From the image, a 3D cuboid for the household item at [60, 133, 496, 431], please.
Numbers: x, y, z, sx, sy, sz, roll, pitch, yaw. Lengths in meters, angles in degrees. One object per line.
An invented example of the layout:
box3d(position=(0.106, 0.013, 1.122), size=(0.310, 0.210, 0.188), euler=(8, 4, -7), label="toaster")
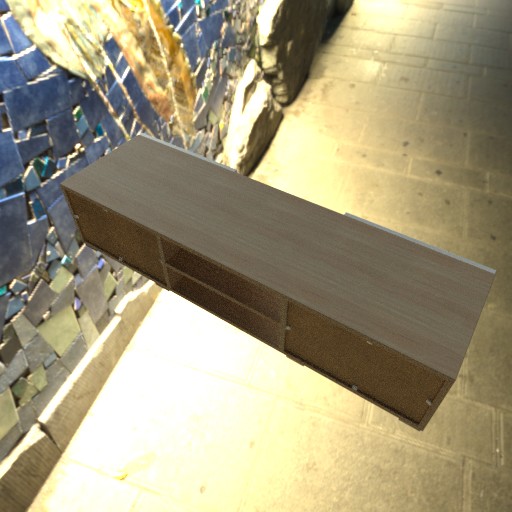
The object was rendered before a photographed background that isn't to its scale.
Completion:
box3d(position=(0.000, 0.000, 1.544), size=(1.400, 0.310, 0.420), euler=(25, 51, 23), label="household item")
